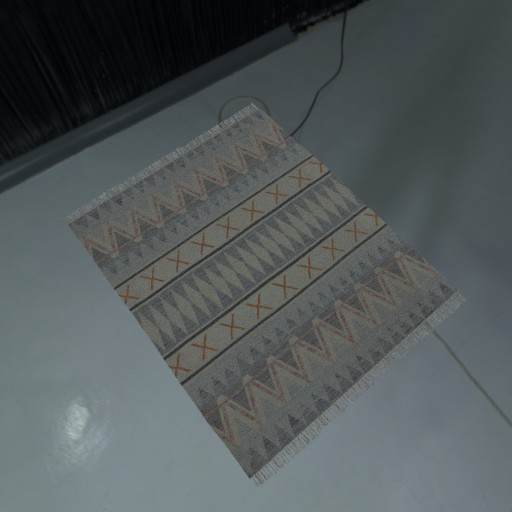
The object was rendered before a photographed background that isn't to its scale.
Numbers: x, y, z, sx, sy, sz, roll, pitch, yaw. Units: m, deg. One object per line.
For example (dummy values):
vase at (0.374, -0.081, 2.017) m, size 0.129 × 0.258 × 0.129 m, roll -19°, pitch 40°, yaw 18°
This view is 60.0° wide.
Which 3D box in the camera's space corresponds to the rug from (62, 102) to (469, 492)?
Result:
rug at (0.000, 0.000, 4.035) m, size 2.371 × 0.012 × 3.000 m, roll -36°, pitch 69°, yaw -16°
